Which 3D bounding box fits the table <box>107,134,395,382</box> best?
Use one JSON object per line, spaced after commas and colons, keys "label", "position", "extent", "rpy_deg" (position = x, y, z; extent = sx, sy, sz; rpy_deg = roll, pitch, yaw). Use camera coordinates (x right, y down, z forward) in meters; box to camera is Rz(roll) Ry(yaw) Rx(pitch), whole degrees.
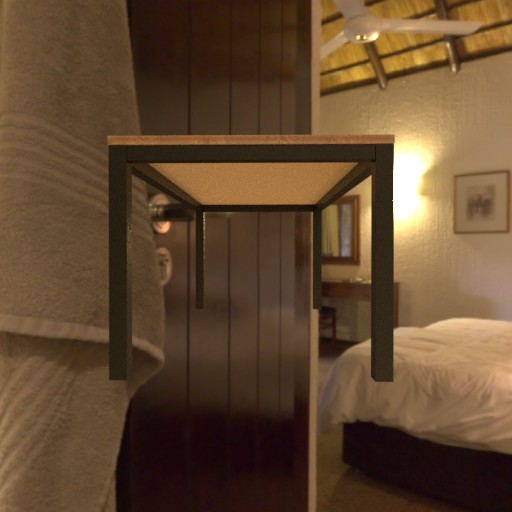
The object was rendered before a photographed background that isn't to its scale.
{"label": "table", "position": [0.000, 0.000, 2.282], "extent": [0.893, 0.767, 1.805], "rpy_deg": [0, 0, 1]}
